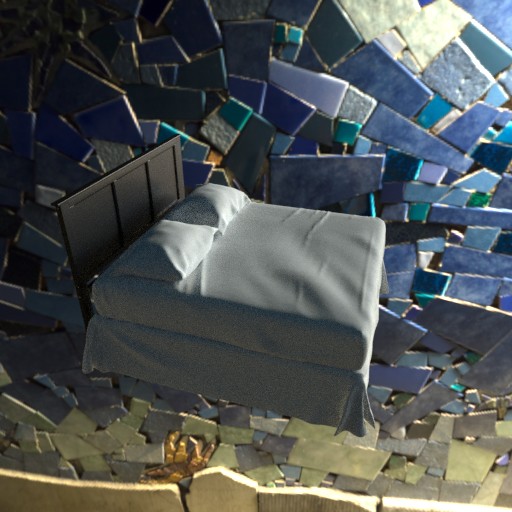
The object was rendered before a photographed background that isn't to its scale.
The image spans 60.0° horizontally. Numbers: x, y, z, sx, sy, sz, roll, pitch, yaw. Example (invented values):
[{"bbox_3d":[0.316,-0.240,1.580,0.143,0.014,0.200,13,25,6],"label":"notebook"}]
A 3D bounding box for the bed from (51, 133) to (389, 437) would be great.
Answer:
[{"bbox_3d":[0.000,0.000,3.350,2.050,1.270,1.870,9,31,15],"label":"bed"}]
